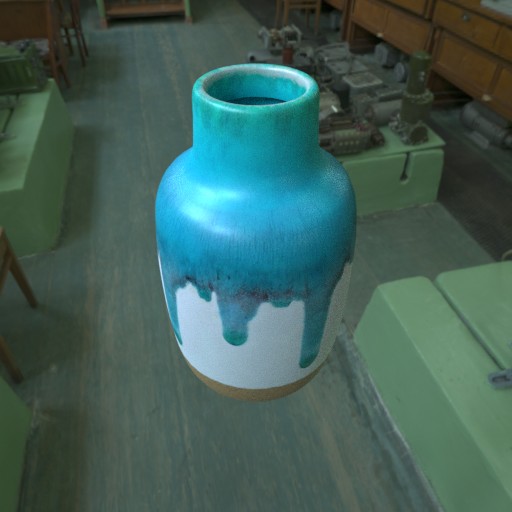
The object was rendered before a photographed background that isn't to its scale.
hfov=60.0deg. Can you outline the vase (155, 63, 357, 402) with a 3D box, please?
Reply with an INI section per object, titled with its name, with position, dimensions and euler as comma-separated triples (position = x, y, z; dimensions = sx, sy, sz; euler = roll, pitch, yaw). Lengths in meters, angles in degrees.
[vase]
position = 0.000, 0.000, 0.248
dimensions = 0.106, 0.192, 0.106
euler = 0, 41, 0
